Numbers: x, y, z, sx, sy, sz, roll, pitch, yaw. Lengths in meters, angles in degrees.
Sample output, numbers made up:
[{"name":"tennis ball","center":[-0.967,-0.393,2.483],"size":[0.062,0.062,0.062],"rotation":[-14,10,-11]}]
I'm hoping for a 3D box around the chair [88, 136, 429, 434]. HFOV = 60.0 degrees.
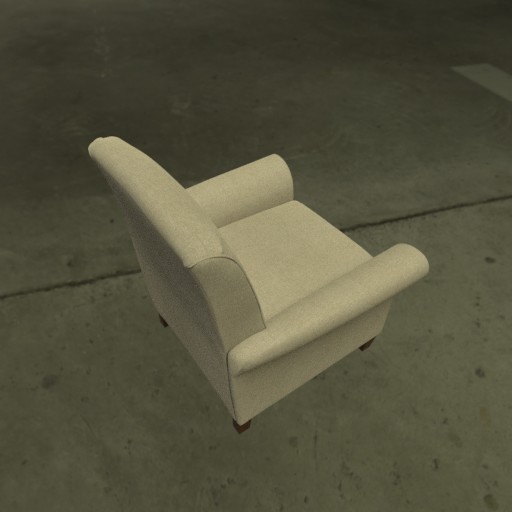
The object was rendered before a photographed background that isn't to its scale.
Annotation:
[{"name":"chair","center":[0.000,0.000,1.780],"size":[0.905,1.061,0.978],"rotation":[-25,48,-25]}]
